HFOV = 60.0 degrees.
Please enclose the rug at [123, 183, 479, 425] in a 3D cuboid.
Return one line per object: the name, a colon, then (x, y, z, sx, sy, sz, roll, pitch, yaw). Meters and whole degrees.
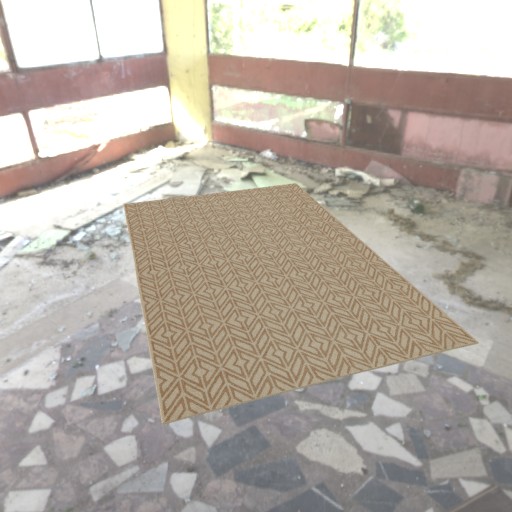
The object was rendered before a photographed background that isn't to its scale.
rug: (0.000, 0.000, 2.305, 1.220, 0.007, 1.828, -9, 31, -16)
